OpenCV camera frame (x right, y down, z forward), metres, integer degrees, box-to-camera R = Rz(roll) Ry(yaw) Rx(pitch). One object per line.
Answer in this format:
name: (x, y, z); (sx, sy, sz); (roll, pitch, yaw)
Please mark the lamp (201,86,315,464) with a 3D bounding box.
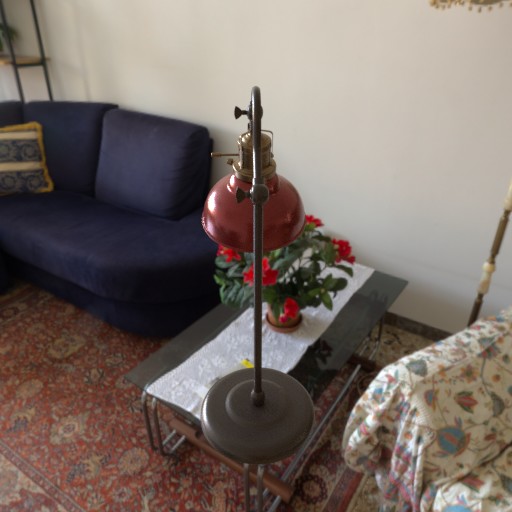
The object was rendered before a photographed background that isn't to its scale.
lamp: (0.000, 0.000, 0.702); (0.192, 0.508, 0.374); (-1, 30, -2)
